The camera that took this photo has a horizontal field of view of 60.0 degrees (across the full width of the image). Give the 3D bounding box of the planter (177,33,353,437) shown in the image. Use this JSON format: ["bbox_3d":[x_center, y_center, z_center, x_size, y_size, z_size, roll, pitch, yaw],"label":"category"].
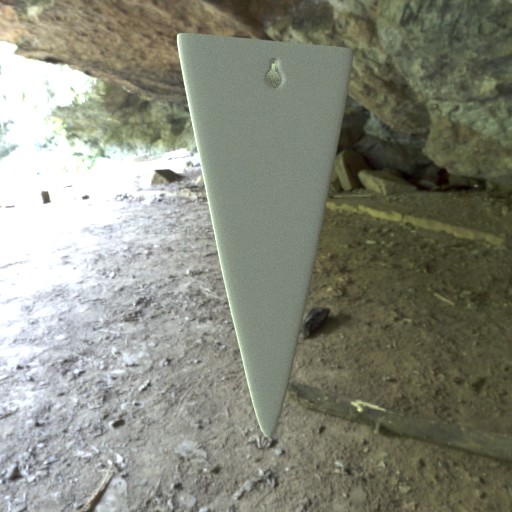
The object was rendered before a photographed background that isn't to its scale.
[{"bbox_3d":[0.000,0.000,0.392,0.143,0.338,0.065,-8,18,-25],"label":"planter"}]
